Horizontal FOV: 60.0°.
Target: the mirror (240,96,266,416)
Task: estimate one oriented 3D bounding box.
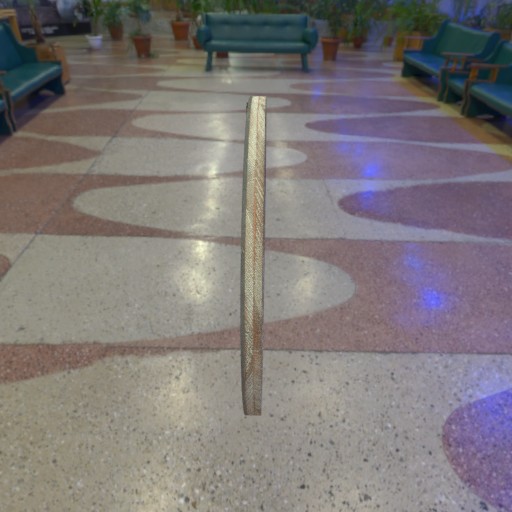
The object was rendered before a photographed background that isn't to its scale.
[{"bbox_3d":[0.000,0.000,1.050,0.038,0.710,0.710,1,33,1],"label":"mirror"}]
